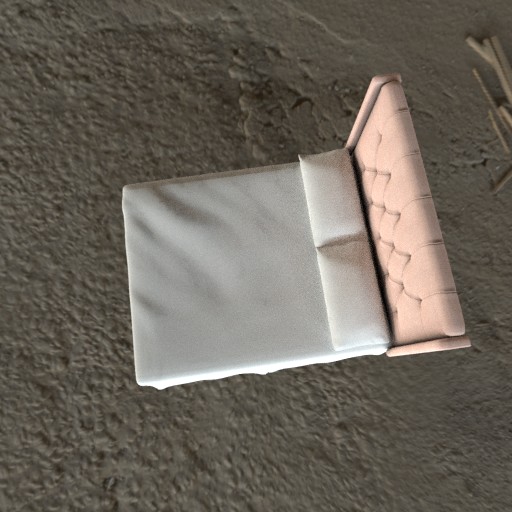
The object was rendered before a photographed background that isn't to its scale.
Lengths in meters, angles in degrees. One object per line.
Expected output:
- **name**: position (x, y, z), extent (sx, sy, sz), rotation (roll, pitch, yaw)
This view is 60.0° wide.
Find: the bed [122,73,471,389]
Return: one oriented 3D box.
- **bed**: position (0.000, 0.000, 3.302), extent (2.066, 1.665, 1.719), rotation (-8, 75, -2)
